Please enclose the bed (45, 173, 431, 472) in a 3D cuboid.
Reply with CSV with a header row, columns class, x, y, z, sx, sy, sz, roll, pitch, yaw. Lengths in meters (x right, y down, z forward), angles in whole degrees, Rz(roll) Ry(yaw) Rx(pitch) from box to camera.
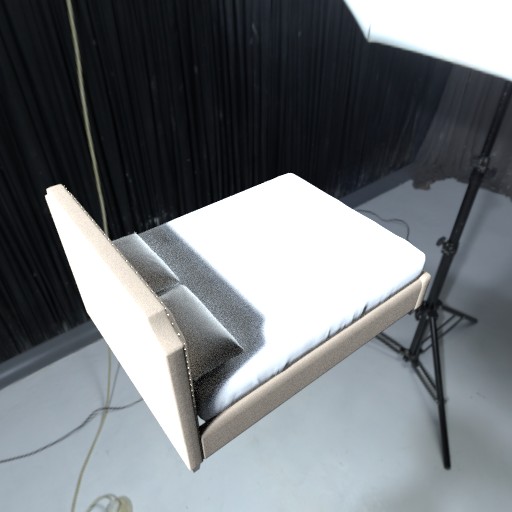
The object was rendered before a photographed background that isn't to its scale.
class,x,y,z,sx,sy,sz,roll,pitch,yaw
bed,0.000,0.000,3.421,2.329,1.415,1.703,-27,47,-28
